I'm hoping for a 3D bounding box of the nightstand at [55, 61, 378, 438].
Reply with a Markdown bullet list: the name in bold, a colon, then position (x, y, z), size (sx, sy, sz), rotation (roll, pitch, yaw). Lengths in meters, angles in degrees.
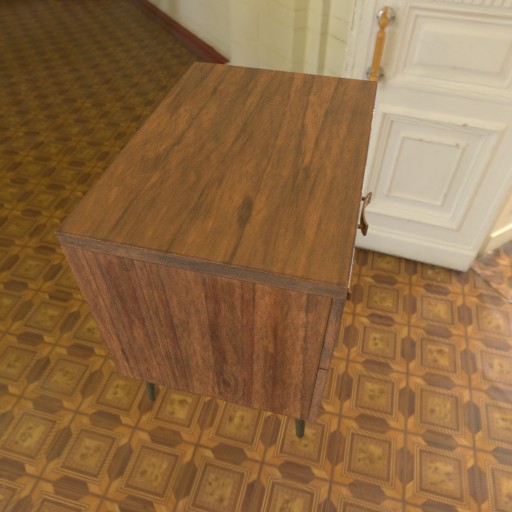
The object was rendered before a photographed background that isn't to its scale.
- **nightstand**: position (0.000, 0.000, 1.038), size (0.458, 0.610, 0.610), rotation (10, 48, 10)
